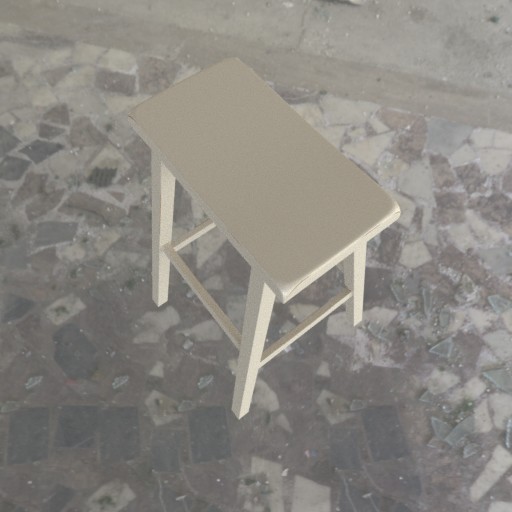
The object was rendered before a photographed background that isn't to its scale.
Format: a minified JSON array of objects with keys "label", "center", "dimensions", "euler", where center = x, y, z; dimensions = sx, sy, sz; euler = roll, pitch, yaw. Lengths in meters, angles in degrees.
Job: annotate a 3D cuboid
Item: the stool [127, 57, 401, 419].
[{"label":"stool","center":[0.000,0.000,1.062],"dimensions":[0.476,0.737,0.457],"euler":[-35,68,-16]}]
